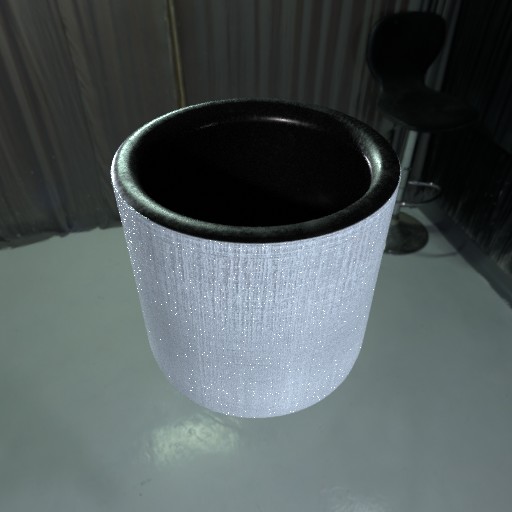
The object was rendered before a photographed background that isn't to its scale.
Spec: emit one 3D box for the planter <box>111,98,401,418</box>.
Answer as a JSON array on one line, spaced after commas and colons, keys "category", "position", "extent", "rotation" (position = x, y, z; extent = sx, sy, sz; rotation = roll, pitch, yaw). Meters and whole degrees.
[{"category": "planter", "position": [0.000, 0.000, 0.297], "extent": [0.160, 0.156, 0.160], "rotation": [0, 41, 0]}]
